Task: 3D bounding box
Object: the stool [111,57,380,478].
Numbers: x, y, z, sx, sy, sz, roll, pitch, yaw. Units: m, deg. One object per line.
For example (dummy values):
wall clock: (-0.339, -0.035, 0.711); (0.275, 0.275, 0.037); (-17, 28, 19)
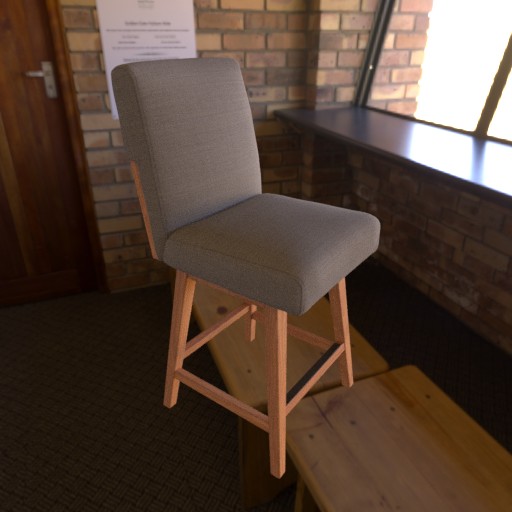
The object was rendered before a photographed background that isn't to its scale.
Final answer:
stool: (0.000, 0.000, 1.267); (0.570, 1.019, 0.459); (18, 32, 32)
